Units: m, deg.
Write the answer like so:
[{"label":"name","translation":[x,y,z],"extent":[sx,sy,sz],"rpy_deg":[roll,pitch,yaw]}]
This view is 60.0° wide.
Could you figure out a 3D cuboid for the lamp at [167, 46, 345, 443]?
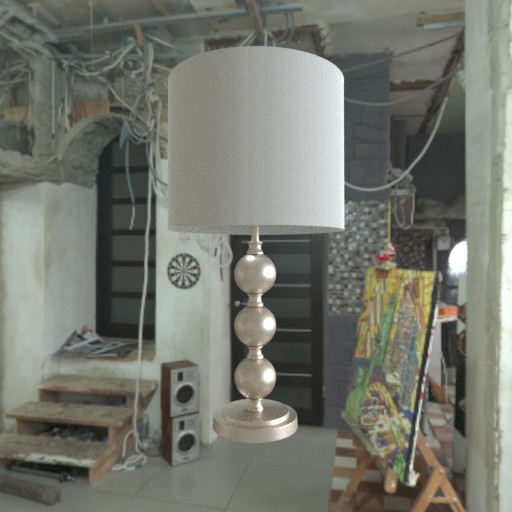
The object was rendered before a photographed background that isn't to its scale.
[{"label":"lamp","translation":[0.000,0.000,0.705],"extent":[0.277,0.538,0.277],"rpy_deg":[0,0,-17]}]
